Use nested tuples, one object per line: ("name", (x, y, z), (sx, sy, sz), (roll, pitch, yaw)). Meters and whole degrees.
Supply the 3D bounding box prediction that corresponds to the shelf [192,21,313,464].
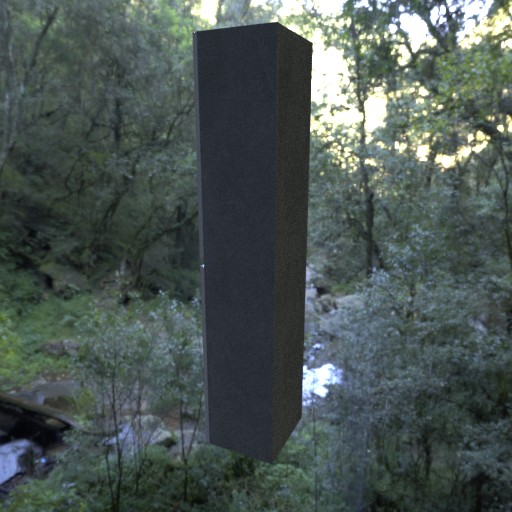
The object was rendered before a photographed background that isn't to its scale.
("shelf", (0.000, 0.000, 1.552), (0.270, 1.400, 0.300), (7, 16, 25))
